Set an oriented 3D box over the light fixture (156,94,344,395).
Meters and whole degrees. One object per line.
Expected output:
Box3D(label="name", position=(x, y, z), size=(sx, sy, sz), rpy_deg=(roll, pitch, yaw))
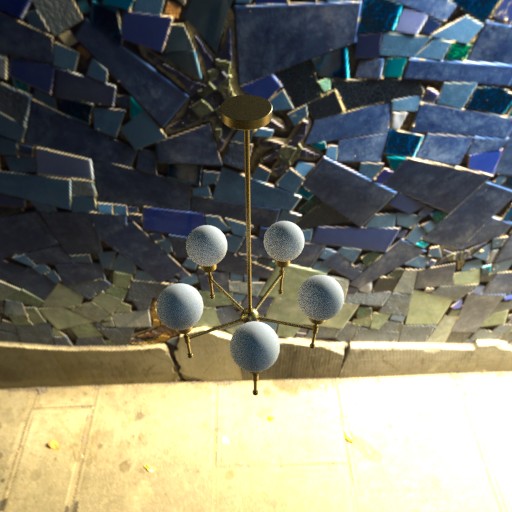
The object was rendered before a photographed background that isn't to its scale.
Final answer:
Box3D(label="light fixture", position=(0.000, 0.000, 1.850), size=(0.785, 1.331, 0.815), rpy_deg=(10, 48, 9))
